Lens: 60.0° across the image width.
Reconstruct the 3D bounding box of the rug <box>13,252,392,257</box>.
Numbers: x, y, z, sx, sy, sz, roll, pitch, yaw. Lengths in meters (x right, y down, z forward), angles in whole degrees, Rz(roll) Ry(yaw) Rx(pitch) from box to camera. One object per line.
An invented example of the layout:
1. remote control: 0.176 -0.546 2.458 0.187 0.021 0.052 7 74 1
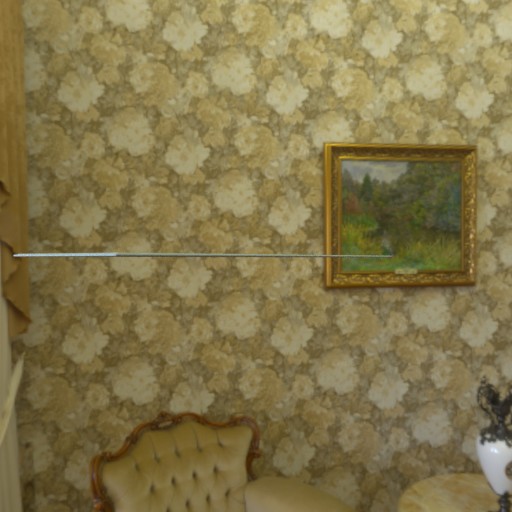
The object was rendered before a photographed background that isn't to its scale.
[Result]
1. rug: 0.000 0.000 2.367 0.662 0.011 2.196 0 0 38
